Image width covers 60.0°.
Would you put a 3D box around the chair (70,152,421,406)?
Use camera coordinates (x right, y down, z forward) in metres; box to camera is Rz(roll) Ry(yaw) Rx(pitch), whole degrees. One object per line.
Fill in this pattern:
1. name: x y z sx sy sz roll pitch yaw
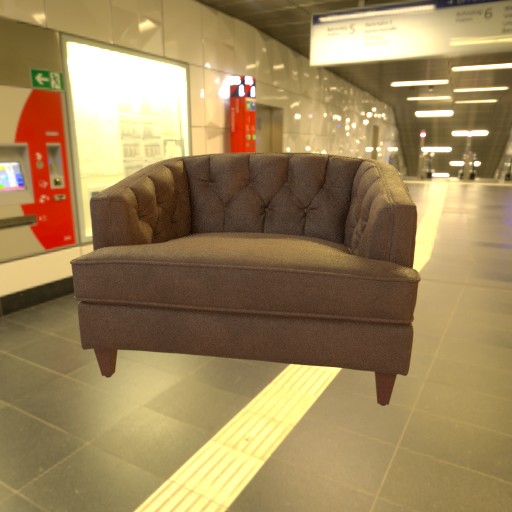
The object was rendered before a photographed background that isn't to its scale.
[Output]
1. chair: 0.000 0.000 1.749 1.118 0.787 0.914 3 14 10
